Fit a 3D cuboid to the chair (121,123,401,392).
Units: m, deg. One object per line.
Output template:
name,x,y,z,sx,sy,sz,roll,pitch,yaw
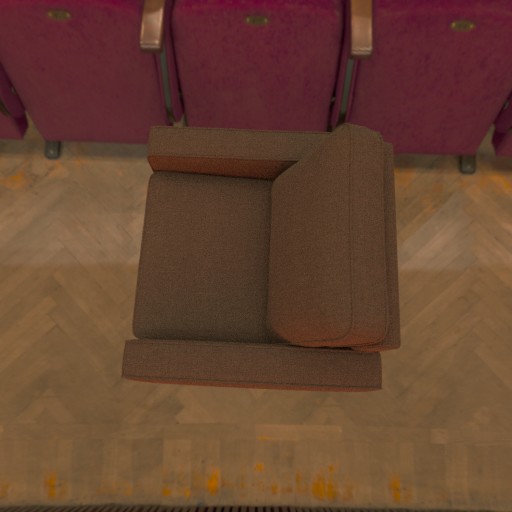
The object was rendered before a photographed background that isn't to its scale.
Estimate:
chair,0.000,0.000,1.766,0.940,0.919,1.017,2,75,1
